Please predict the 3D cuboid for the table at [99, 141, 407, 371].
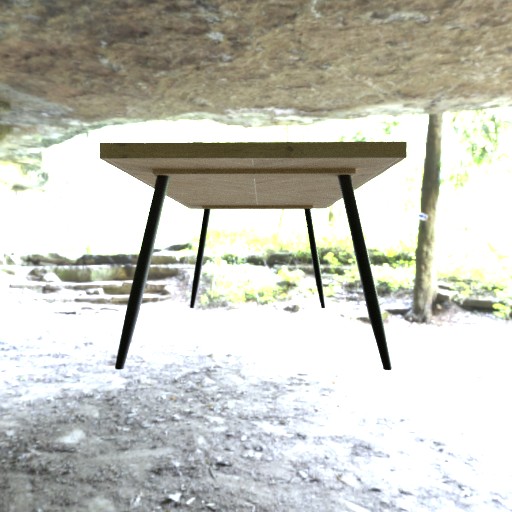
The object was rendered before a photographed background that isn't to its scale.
[{"bbox_3d":[0.000,0.000,2.333,0.991,0.762,1.803,0,1,1],"label":"table"}]
